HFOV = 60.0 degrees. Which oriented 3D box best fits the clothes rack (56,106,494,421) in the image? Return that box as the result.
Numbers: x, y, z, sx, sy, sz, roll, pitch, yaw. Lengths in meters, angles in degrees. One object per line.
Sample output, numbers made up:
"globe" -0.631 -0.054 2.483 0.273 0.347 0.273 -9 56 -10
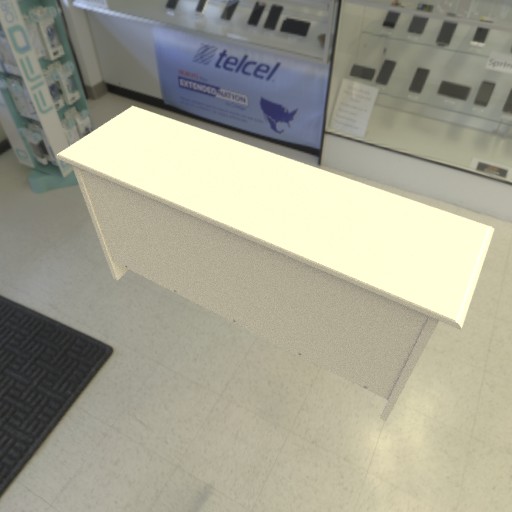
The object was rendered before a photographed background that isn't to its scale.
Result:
"clothes rack" 0.000 0.000 1.333 1.120 0.531 0.324 24 51 20
